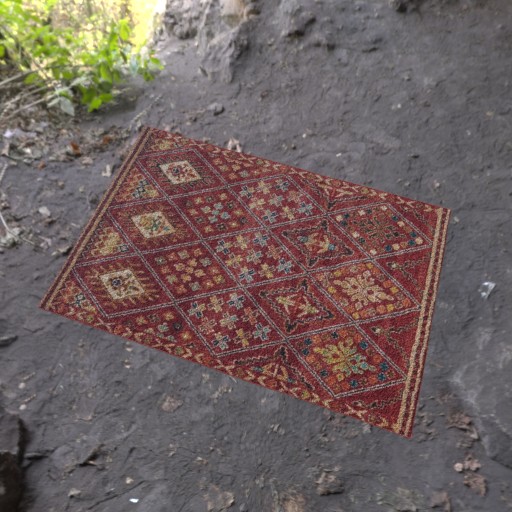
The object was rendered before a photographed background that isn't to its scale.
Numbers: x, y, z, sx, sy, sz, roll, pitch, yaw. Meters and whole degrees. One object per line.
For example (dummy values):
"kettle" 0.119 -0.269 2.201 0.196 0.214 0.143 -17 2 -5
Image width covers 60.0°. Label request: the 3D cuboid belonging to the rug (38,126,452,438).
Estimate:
"rug" 0.000 0.000 2.844 2.286 0.026 1.521 17 65 8
